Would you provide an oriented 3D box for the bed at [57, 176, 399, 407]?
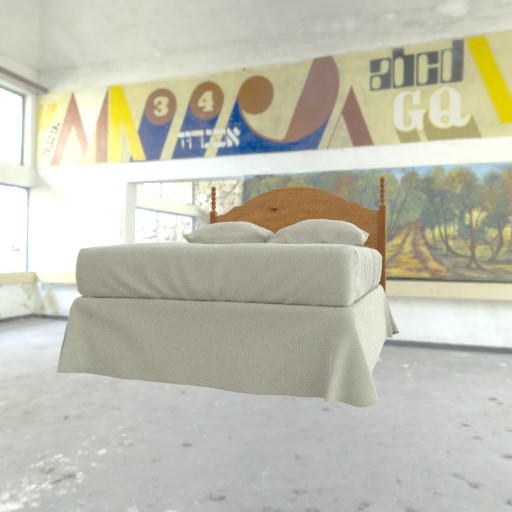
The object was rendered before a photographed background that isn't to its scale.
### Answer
[{"bbox_3d":[0.000,0.000,3.150,1.873,1.356,2.040,0,0,20],"label":"bed"}]
